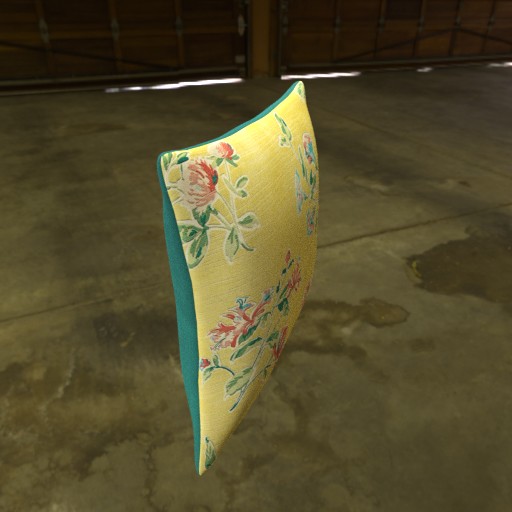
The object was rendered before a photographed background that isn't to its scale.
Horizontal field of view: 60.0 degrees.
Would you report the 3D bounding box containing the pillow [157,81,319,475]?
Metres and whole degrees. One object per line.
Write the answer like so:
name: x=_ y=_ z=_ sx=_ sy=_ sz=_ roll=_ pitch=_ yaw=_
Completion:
pillow: x=0.000 y=0.000 z=0.778 sx=0.166 sy=0.508 sz=0.525 roll=10 pitch=31 yaw=18
